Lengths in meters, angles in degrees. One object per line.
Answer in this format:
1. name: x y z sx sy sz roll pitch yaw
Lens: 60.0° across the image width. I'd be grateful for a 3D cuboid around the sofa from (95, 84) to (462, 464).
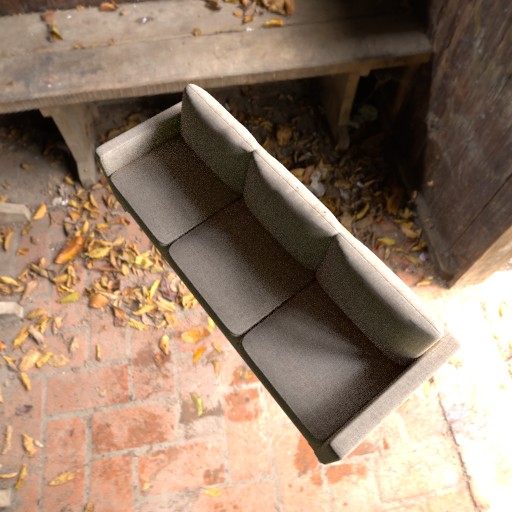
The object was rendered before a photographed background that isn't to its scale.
1. sofa: 0.000 0.000 2.633 0.859 0.874 2.218 -35 68 -16
